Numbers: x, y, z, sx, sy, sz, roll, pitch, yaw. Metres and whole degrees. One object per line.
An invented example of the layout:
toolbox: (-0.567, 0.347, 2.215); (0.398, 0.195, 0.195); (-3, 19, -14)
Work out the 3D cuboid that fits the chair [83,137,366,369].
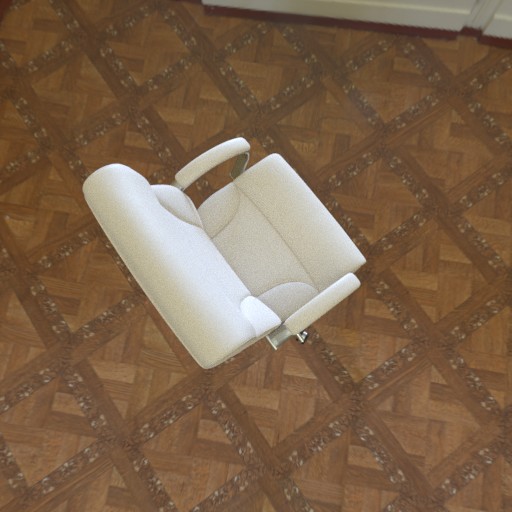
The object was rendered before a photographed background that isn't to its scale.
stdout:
chair: (0.000, 0.000, 1.596); (0.745, 1.099, 0.727); (-36, 79, -8)
